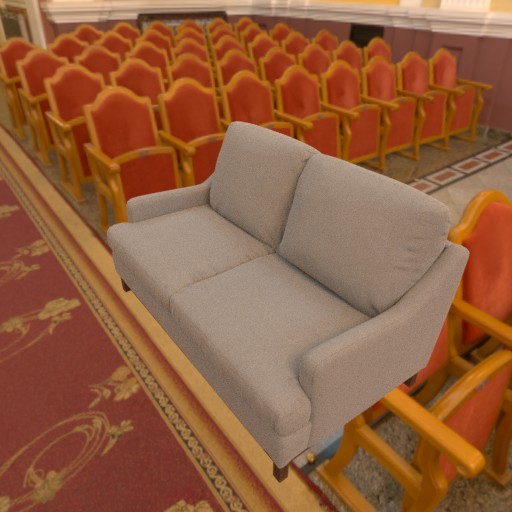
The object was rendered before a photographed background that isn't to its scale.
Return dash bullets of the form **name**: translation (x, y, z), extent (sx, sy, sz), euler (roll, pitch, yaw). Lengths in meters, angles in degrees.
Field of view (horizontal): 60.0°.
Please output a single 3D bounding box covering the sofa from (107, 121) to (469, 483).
- **sofa**: translation (0.000, 0.000, 2.164), extent (0.987, 0.921, 1.589), euler (-21, 38, -30)
